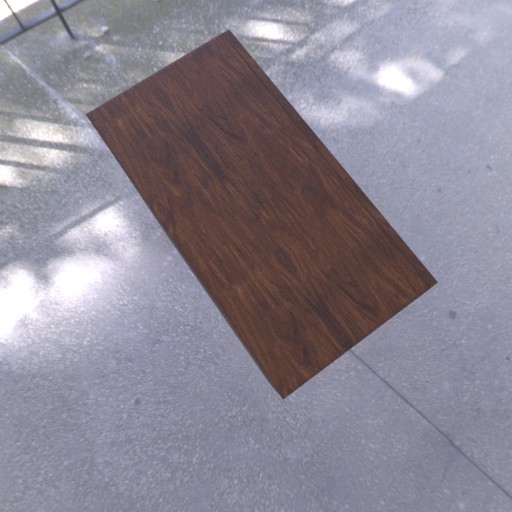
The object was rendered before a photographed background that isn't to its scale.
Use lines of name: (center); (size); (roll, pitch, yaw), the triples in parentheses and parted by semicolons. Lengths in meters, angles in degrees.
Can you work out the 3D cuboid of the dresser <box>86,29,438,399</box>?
dresser: (0.000, 0.000, 1.825); (0.498, 1.365, 0.919); (-35, 78, -8)
